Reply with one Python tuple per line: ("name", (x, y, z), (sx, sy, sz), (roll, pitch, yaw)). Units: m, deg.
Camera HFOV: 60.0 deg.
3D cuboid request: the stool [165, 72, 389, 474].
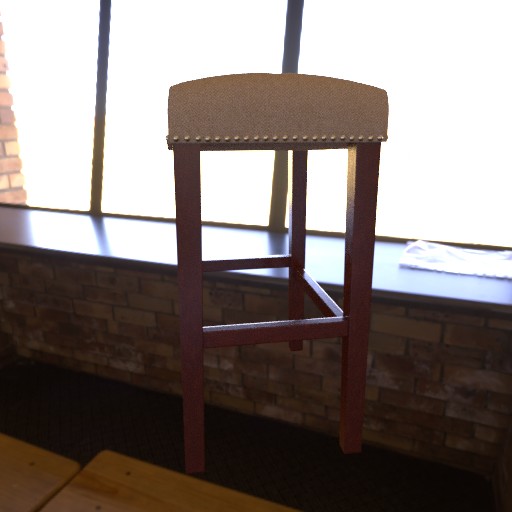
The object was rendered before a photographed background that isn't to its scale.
("stool", (0.000, 0.000, 1.022), (0.372, 0.742, 0.504), (-3, 16, -10))
